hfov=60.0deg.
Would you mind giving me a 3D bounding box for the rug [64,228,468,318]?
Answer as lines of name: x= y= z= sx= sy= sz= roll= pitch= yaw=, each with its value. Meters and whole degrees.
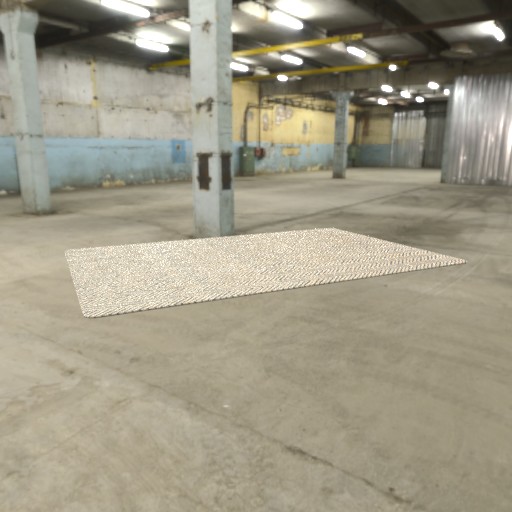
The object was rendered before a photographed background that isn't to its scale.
rug: x=0.000 y=0.000 z=2.267 sx=1.752 sy=0.008 sz=1.144 roll=-6 pitch=14 yaw=-25
